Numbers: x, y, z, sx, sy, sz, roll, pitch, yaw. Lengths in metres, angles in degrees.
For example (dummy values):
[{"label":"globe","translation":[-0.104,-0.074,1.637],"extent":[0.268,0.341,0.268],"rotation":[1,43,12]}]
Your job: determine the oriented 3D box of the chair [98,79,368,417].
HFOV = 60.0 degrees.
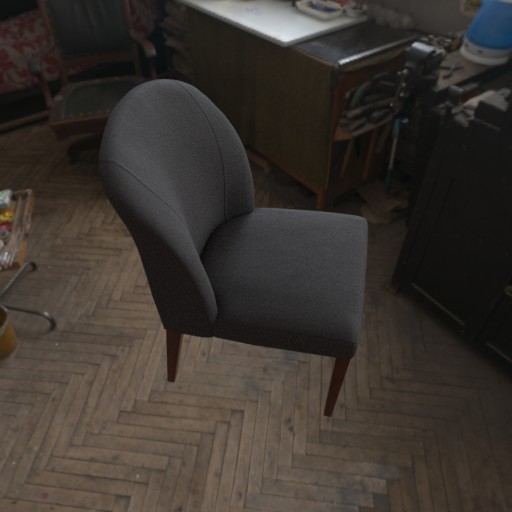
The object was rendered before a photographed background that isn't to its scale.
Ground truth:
[{"label":"chair","translation":[0.000,0.000,1.259],"extent":[0.619,0.879,0.506],"rotation":[9,47,9]}]
